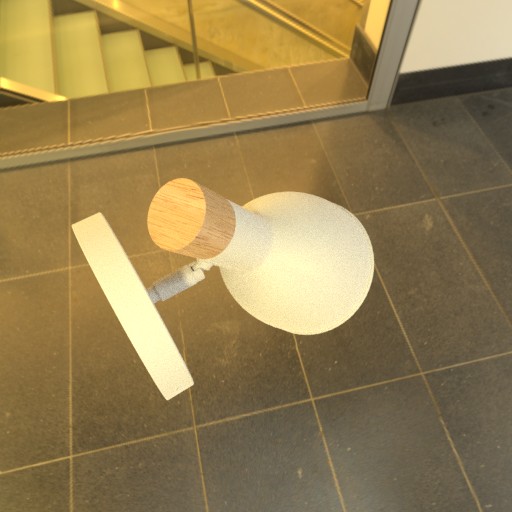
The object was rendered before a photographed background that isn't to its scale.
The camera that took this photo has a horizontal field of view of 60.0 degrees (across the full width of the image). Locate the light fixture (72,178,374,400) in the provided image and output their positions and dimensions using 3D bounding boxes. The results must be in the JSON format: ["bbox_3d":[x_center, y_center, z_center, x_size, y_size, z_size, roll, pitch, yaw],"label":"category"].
[{"bbox_3d":[0.000,0.000,0.333,0.209,0.199,0.127,-28,62,-17],"label":"light fixture"}]
